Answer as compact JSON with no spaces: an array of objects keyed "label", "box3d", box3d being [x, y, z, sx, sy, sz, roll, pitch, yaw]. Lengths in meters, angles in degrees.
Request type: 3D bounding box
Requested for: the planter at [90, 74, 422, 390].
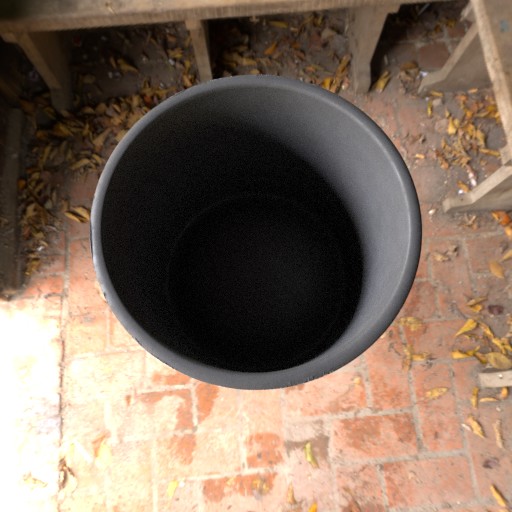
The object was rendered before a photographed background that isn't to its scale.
[{"label":"planter","box3d":[0.000,0.000,0.384,0.221,0.201,0.221,0,75,0]}]
